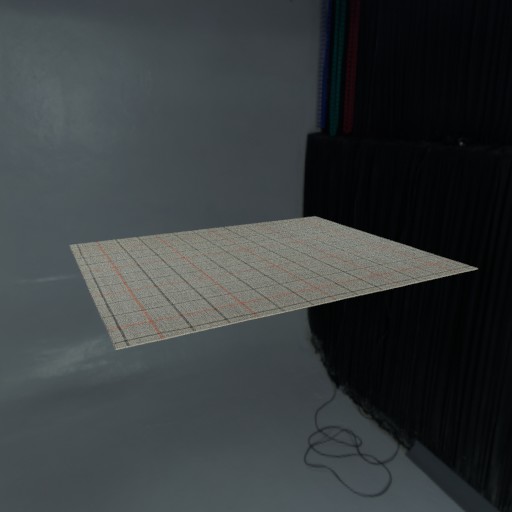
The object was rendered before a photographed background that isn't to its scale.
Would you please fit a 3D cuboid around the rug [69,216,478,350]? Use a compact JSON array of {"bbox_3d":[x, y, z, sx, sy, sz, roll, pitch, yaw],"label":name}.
[{"bbox_3d":[0.000,0.000,4.183,3.048,0.012,2.444,-9,19,-26],"label":"rug"}]
